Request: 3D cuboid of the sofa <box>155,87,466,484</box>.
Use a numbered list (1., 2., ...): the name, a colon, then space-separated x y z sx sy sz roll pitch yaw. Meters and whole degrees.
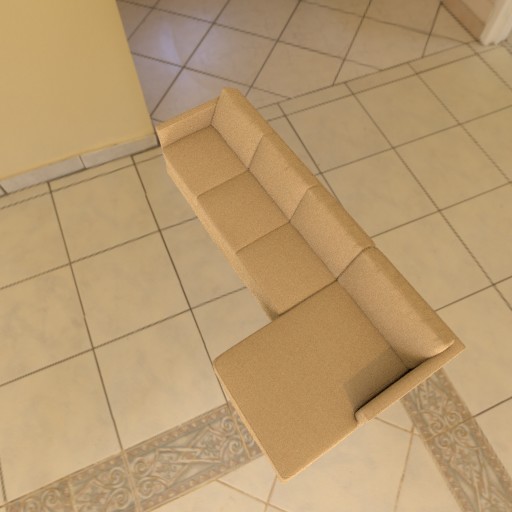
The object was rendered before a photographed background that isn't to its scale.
1. sofa: 0.000 0.000 3.847 1.622 0.867 3.177 -30 67 -15
